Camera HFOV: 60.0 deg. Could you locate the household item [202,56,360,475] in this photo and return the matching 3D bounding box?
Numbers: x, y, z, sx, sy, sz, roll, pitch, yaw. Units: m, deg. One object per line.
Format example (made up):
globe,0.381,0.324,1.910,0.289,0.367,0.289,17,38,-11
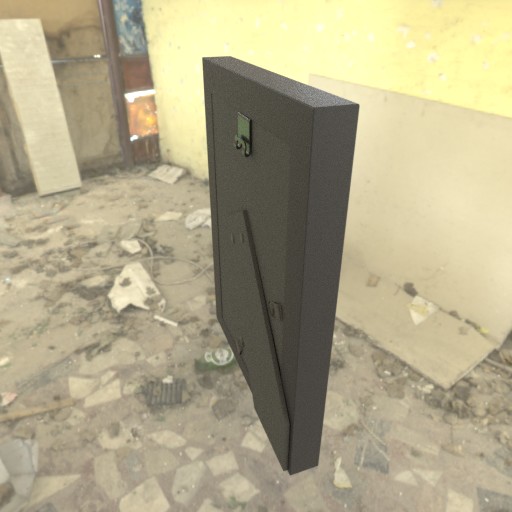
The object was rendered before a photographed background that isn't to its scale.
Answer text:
household item,0.000,0.000,0.231,0.022,0.178,0.133,-11,32,-17
